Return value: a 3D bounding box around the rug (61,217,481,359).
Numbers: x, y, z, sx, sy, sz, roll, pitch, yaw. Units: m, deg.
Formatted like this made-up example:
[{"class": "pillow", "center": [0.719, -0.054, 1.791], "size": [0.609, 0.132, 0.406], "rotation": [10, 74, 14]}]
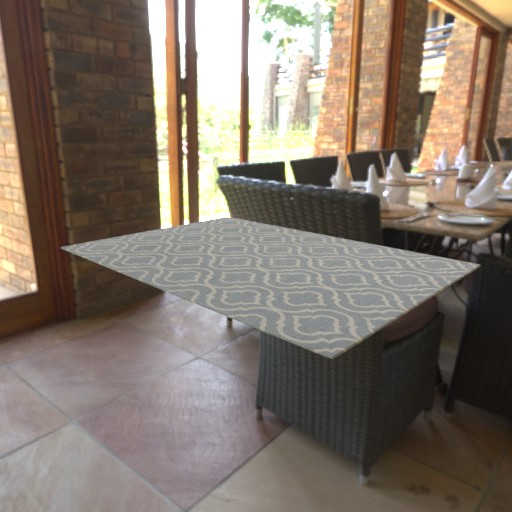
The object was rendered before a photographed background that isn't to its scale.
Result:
[{"class": "rug", "center": [0.000, 0.000, 2.651], "size": [2.080, 0.010, 1.451], "rotation": [15, 21, 42]}]
